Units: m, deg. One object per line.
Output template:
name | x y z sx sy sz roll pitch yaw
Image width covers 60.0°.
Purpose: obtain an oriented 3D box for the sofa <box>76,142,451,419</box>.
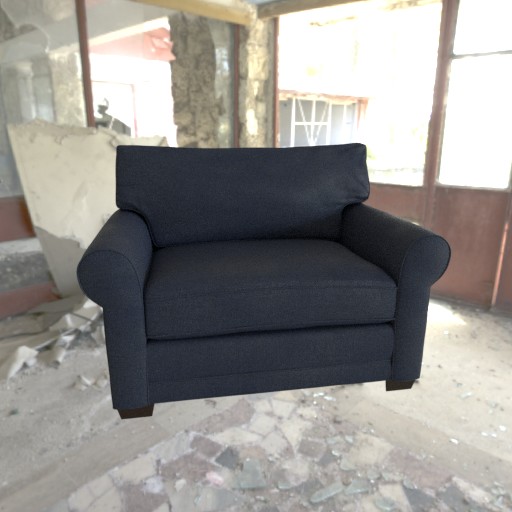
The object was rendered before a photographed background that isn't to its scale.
sofa | 0.000 0.000 2.067 1.405 1.004 0.938 -3 16 -10
